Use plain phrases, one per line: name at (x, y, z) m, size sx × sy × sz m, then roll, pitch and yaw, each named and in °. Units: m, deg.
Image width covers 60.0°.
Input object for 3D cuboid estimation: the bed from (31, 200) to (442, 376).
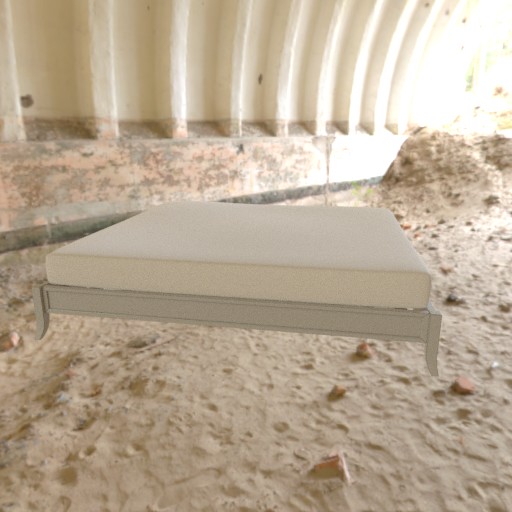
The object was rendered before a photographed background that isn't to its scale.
bed at (0.000, 0.000, 3.135) m, size 2.108 × 0.510 × 2.007 m, roll 3°, pitch 16°, yaw 10°
